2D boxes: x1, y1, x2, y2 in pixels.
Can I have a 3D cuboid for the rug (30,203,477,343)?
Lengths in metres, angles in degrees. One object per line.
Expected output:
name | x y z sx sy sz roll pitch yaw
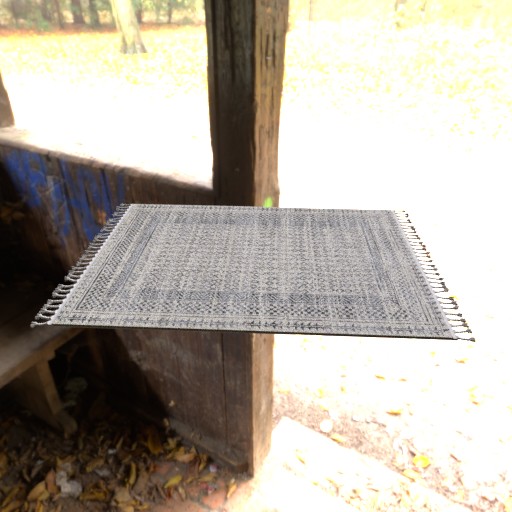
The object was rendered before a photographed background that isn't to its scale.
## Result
rug | 0.000 0.000 2.342 1.872 0.013 1.243 2 31 3
